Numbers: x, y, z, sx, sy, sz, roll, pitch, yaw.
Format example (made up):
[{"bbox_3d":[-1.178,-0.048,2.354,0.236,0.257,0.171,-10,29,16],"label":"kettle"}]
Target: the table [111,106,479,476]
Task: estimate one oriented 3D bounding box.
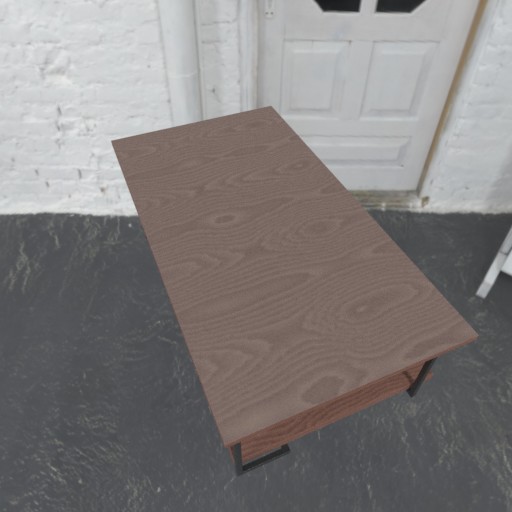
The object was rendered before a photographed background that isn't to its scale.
[{"bbox_3d":[0.000,0.000,1.476,0.651,0.347,1.197,-17,49,-16],"label":"table"}]
